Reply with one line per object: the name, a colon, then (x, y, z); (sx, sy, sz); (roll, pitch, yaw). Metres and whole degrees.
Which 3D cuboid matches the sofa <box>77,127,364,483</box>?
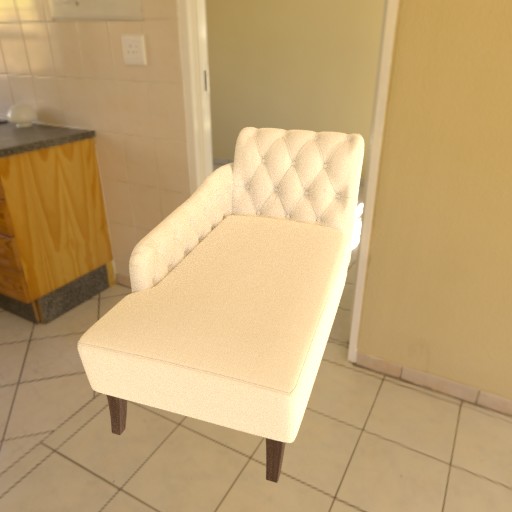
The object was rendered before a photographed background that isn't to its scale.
sofa: (0.000, 0.000, 1.782); (0.675, 0.787, 1.379); (9, 28, 17)
